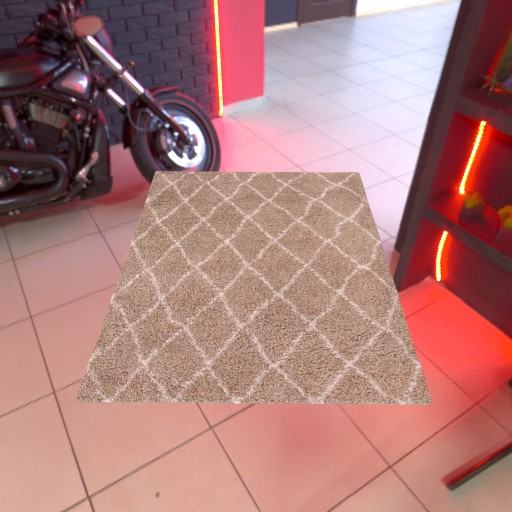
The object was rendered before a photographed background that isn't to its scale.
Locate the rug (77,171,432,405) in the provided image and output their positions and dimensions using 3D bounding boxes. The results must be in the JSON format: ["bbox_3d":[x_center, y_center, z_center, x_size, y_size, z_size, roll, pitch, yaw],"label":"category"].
[{"bbox_3d":[0.000,0.000,4.166,2.438,0.029,3.047,0,41,0],"label":"rug"}]
